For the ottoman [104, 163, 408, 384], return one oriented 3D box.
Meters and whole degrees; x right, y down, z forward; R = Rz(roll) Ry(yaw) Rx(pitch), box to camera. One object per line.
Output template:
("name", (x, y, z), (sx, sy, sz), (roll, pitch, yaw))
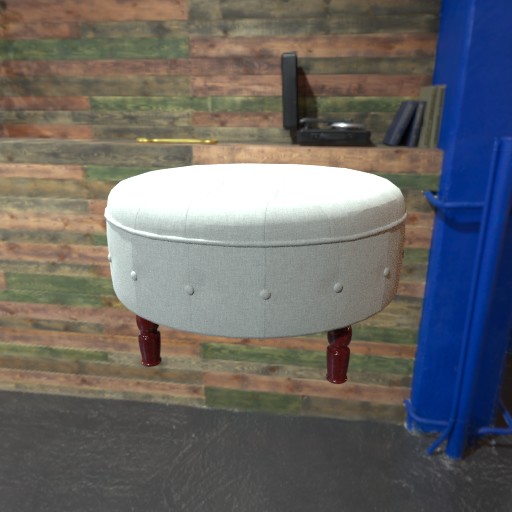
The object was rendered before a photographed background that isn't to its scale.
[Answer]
("ottoman", (0.000, 0.000, 1.357), (0.850, 0.483, 0.850), (0, 18, 0))
